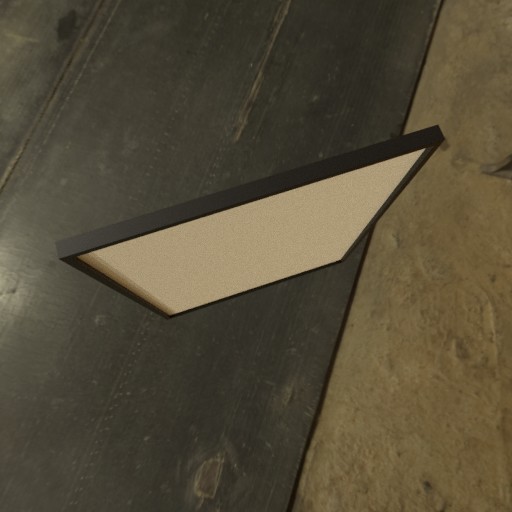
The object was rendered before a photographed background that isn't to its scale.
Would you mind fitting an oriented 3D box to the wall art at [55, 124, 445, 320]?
[{"bbox_3d":[0.000,0.000,1.395,0.802,1.070,0.036,-18,76,-4],"label":"wall art"}]
